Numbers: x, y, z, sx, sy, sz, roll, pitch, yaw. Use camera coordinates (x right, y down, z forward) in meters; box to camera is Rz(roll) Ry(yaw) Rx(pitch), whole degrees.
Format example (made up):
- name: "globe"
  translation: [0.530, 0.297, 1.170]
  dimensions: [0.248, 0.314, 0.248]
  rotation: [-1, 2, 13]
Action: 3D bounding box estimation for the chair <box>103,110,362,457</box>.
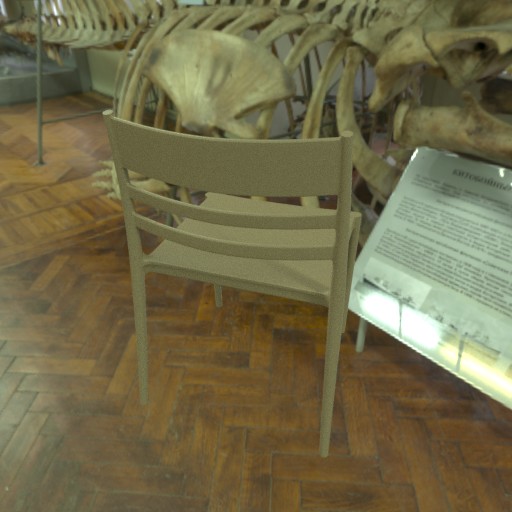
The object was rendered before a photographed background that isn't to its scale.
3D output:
- name: "chair"
  translation: [0.000, 0.000, 1.155]
  dimensions: [0.531, 0.800, 0.511]
  rotation: [10, 33, 16]
